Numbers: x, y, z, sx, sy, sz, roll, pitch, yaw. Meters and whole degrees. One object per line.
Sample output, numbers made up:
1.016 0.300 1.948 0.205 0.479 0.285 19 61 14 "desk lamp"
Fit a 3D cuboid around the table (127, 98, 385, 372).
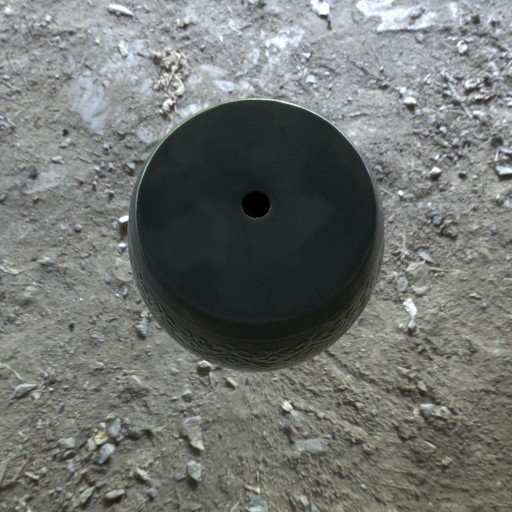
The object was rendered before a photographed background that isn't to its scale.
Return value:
0.000 0.000 0.609 0.309 0.397 0.309 0 76 0 "table"
